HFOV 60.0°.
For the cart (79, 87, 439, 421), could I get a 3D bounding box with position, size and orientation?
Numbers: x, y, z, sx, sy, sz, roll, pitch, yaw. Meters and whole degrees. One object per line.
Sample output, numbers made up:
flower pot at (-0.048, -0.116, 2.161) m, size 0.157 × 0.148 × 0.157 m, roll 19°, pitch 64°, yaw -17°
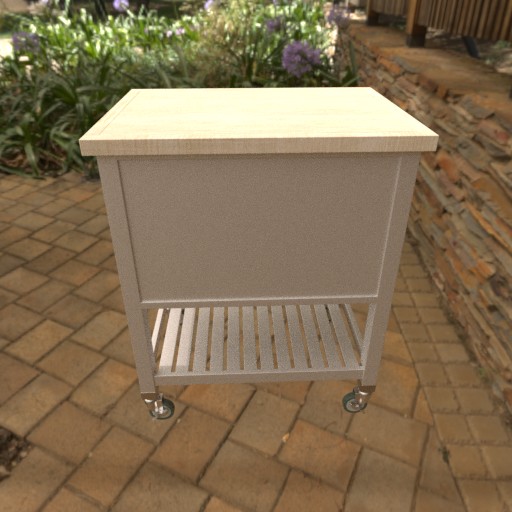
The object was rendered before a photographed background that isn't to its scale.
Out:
cart at (0.000, 0.000, 1.409) m, size 0.762 × 0.914 × 0.559 m, roll -1°, pitch 31°, yaw -2°
